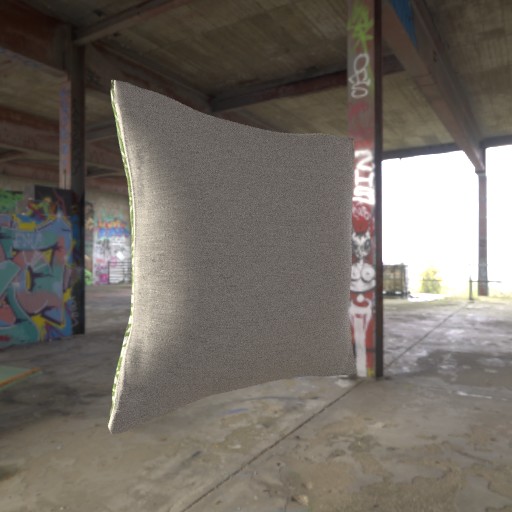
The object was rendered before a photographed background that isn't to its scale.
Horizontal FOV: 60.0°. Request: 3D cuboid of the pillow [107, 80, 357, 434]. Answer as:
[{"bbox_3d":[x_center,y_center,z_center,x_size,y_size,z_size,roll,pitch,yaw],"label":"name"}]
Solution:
[{"bbox_3d":[0.000,0.000,0.654,0.440,0.419,0.162,0,0,-38],"label":"pillow"}]
